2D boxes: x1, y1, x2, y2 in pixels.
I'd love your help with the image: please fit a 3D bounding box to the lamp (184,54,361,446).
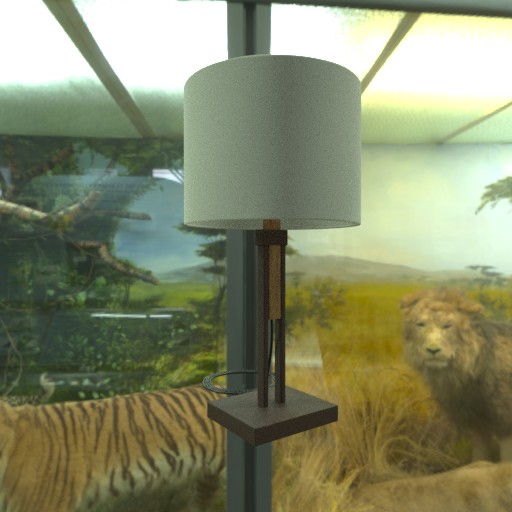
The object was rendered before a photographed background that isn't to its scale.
[{"bbox_3d":[0.000,0.000,0.988,0.396,0.668,0.525,0,1,-35],"label":"lamp"}]
